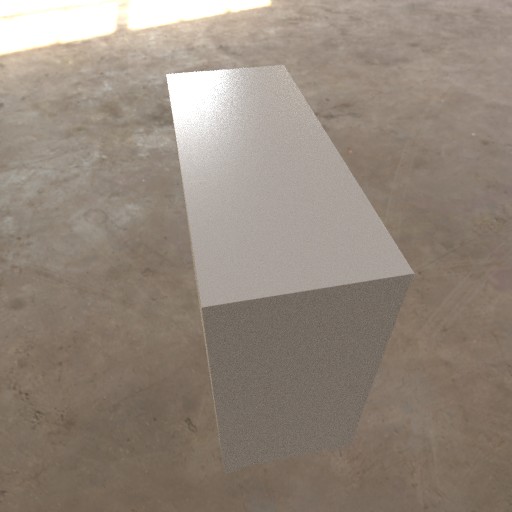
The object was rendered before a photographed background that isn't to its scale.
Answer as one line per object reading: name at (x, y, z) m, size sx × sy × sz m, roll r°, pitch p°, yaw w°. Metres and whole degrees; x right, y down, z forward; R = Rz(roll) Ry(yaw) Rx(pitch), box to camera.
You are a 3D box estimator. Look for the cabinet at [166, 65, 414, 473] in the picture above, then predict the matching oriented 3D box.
cabinet at (0.000, 0.000, 1.430) m, size 0.400 × 0.800 × 1.000 m, roll -8°, pitch 45°, yaw -8°
